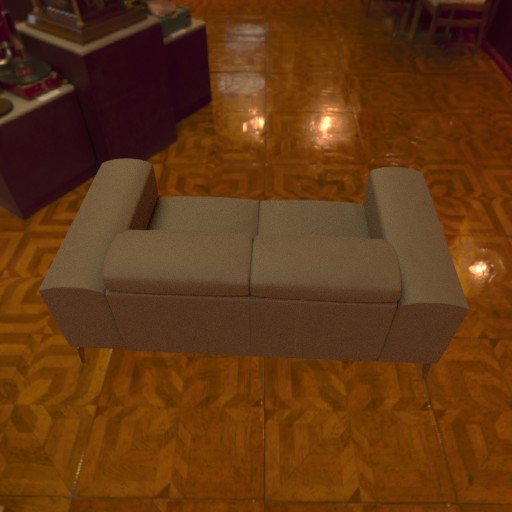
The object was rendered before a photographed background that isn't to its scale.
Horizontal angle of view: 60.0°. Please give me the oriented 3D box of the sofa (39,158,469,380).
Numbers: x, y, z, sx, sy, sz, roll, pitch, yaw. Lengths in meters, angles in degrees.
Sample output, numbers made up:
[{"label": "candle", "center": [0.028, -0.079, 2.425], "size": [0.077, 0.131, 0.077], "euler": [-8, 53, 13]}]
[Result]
[{"label": "sofa", "center": [0.000, 0.000, 2.412], "size": [1.895, 0.779, 1.003], "euler": [2, 47, 2]}]
